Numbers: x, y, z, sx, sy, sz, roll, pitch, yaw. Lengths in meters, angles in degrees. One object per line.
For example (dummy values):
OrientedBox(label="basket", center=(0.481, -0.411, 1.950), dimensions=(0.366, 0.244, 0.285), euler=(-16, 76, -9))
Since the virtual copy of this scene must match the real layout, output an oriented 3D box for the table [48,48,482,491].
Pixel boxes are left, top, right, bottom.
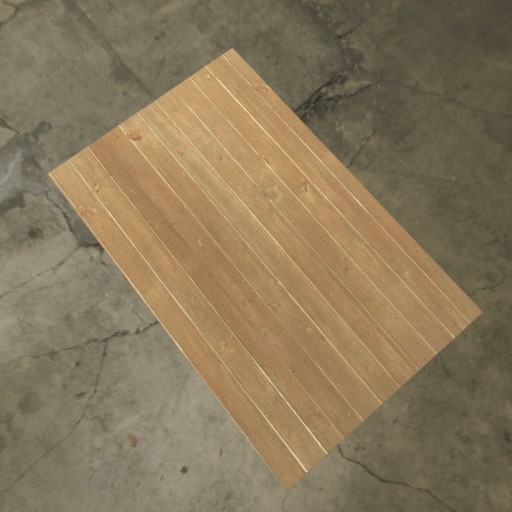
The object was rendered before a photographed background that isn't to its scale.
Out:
OrientedBox(label="table", center=(0.000, 0.000, 1.689), dimensions=(0.827, 0.413, 1.299), euler=(-38, 78, -9))
